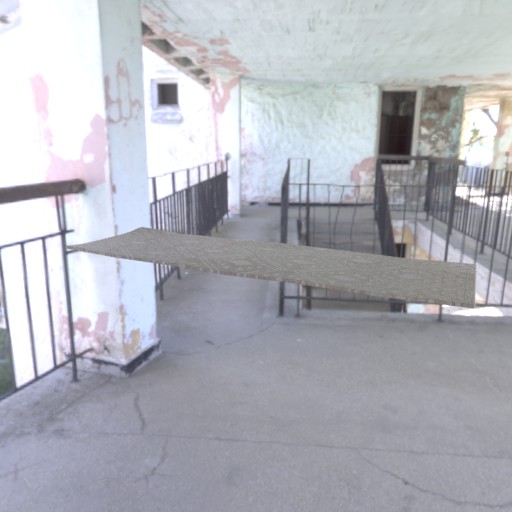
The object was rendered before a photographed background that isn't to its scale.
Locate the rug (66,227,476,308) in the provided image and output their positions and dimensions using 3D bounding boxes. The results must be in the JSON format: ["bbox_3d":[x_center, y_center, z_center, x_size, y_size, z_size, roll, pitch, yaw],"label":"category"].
[{"bbox_3d":[0.000,0.000,2.742,2.452,0.051,0.752,7,16,25],"label":"rug"}]
